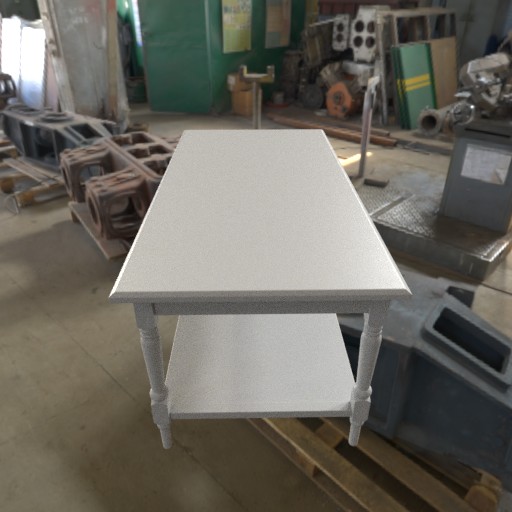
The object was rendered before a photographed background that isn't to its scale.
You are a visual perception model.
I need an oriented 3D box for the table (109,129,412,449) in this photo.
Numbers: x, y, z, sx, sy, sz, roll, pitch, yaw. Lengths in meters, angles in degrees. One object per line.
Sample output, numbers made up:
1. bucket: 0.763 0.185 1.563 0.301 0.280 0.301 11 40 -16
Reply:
1. table: 0.000 0.000 1.405 0.551 0.506 1.109 -1 31 -1
